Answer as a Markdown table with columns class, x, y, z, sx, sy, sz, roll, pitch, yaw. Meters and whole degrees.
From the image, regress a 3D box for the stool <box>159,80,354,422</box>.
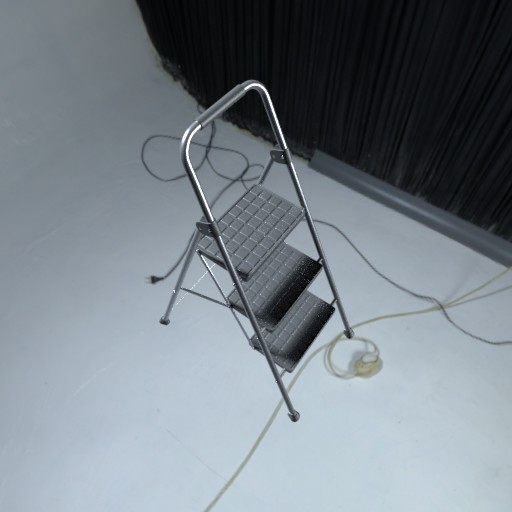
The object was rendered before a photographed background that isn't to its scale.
| class | x | y | z | sx | sy | sz | roll | pitch | yaw |
| --- | --- | --- | --- | --- | --- | --- | --- | --- | --- |
| stool | 0.000 | 0.000 | 1.482 | 0.733 | 1.121 | 0.473 | 32 | 62 | 19 |
